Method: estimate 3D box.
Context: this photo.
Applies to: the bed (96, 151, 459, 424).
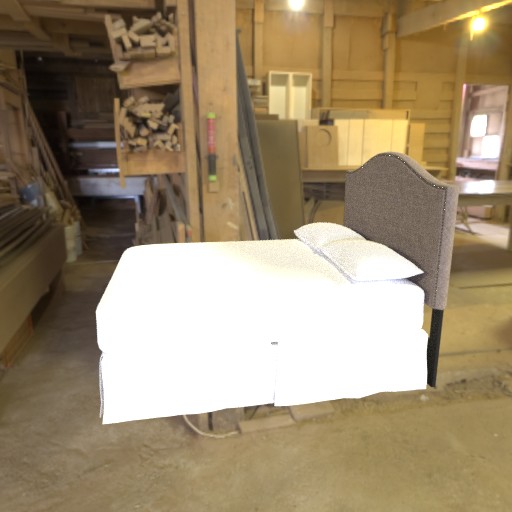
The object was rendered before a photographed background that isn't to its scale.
[{"bbox_3d":[0.000,0.000,3.324,2.153,1.518,1.713,-2,14,-10],"label":"bed"}]
